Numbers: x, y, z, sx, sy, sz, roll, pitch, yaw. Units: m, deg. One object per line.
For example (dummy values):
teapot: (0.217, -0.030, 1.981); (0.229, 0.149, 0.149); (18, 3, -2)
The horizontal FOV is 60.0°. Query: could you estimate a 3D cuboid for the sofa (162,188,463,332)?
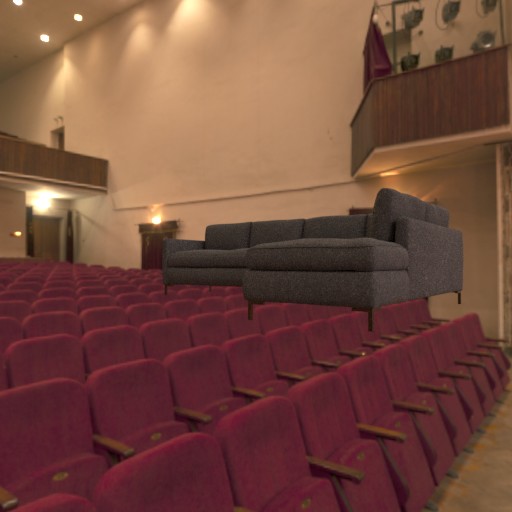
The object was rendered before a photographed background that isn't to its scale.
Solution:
sofa: (0.000, 0.000, 3.818); (2.949, 0.815, 2.007); (-1, -1, 37)
